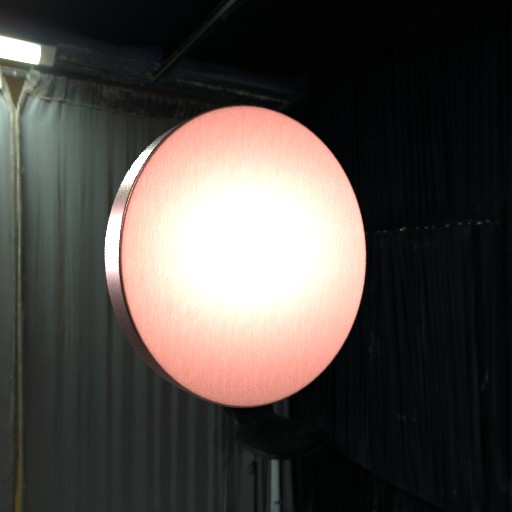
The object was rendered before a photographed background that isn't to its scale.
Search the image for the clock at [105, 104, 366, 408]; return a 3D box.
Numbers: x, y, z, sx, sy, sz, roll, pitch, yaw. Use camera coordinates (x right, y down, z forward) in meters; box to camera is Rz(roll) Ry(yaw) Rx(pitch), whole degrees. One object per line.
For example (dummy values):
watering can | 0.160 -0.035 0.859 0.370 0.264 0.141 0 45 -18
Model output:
clock | 0.000 0.000 0.482 0.313 0.313 0.040 0 -1 -36
